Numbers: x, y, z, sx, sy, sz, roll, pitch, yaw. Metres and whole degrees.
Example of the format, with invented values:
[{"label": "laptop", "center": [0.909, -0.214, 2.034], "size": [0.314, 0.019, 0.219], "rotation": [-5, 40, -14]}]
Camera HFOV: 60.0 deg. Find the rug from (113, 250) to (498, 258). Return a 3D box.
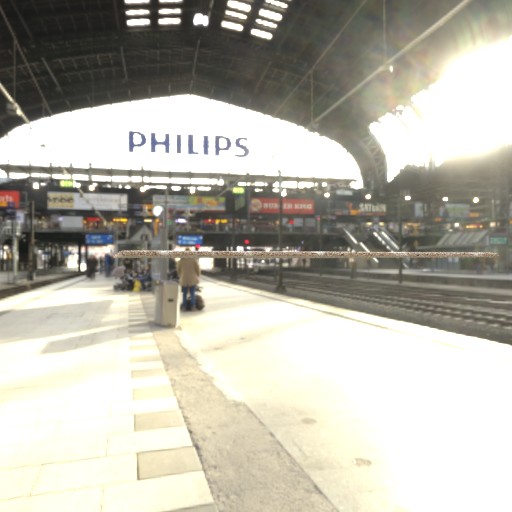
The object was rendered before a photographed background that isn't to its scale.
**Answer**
[{"label": "rug", "center": [0.000, 0.000, 4.023], "size": [2.438, 0.029, 3.047], "rotation": [0, 0, -18]}]
